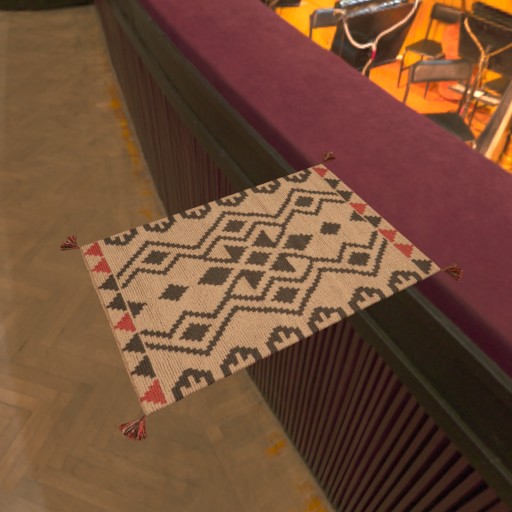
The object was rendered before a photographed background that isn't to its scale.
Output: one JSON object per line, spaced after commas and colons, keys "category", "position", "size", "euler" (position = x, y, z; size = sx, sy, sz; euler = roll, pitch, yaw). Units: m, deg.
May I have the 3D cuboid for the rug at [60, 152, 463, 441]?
{"category": "rug", "position": [0.000, 0.000, 2.668], "size": [2.069, 0.067, 1.444], "euler": [-22, 50, -19]}
